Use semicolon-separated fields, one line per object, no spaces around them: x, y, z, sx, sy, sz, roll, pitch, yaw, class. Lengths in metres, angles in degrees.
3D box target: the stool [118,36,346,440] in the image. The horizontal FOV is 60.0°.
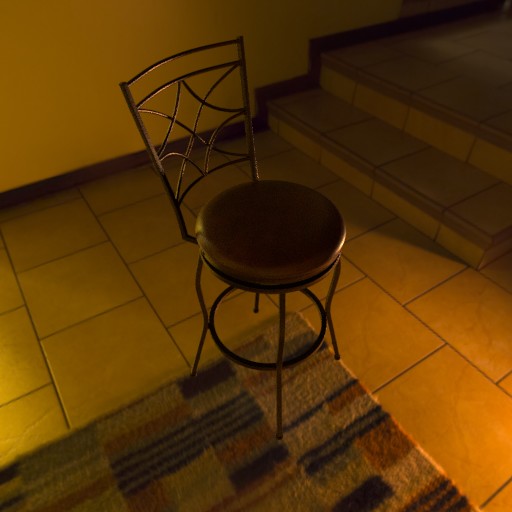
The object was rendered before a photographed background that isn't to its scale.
0.000;0.000;1.390;0.534;1.117;0.434;27;49;26;stool
